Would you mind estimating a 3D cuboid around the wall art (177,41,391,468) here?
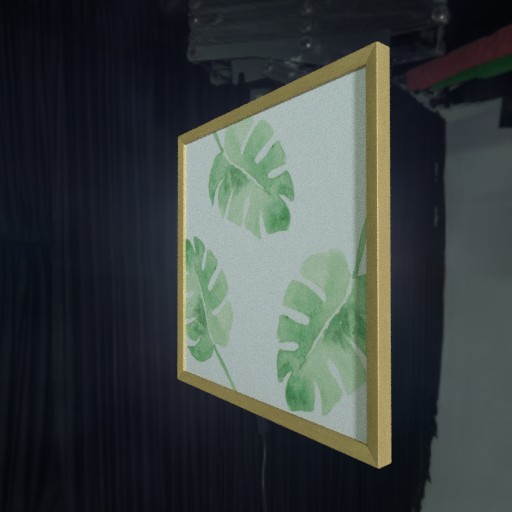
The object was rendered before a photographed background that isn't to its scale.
[{"bbox_3d":[0.000,0.000,1.104,0.037,0.763,0.763,1,-1,-37],"label":"wall art"}]
